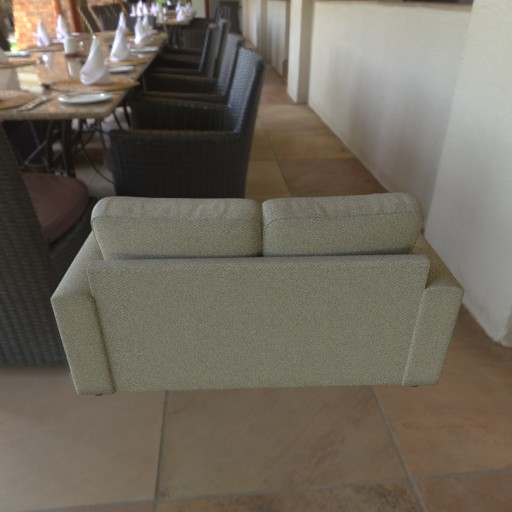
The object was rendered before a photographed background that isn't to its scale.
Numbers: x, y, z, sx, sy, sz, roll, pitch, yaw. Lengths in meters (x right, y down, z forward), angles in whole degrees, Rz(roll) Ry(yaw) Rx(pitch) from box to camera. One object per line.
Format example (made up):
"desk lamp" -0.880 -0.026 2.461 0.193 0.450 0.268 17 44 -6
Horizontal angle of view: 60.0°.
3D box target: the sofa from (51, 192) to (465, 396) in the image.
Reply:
"sofa" 0.000 0.000 2.205 1.616 0.873 1.016 -1 30 -2
